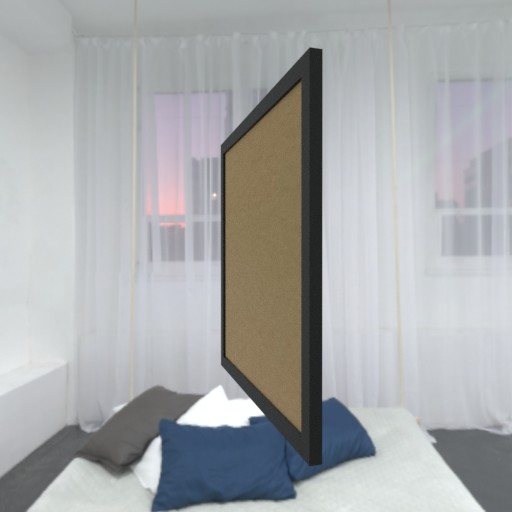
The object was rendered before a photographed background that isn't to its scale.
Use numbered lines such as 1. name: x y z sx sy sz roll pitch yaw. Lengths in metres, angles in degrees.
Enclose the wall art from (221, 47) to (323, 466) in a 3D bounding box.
1. wall art: 0.000 0.000 0.550 0.012 0.357 0.358 0 1 -17
